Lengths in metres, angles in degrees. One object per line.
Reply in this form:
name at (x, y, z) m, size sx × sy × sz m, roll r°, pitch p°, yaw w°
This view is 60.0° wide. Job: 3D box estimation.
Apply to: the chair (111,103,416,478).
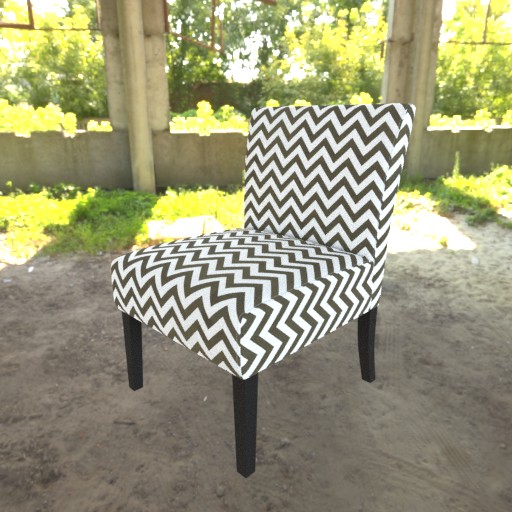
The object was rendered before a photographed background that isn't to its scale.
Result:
chair at (0.000, 0.000, 1.283) m, size 0.589 × 0.838 × 0.648 m, roll 16°, pitch 23°, yaw 42°
